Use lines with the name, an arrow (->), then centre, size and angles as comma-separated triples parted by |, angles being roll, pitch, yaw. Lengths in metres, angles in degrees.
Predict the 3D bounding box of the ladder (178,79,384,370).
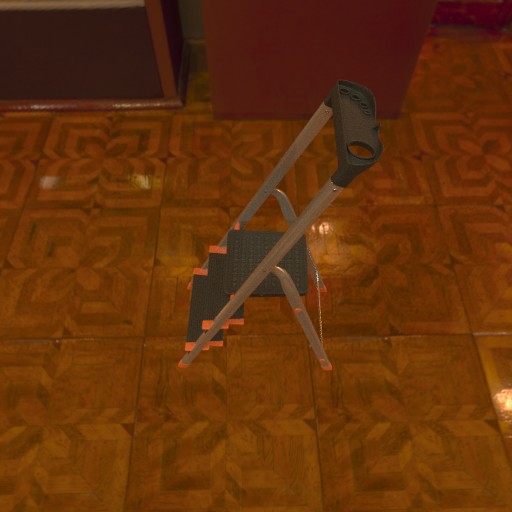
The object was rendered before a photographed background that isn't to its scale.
ladder -> 0.000, 0.000, 1.565 | 0.686, 1.229, 0.416 | 1, 58, 1
